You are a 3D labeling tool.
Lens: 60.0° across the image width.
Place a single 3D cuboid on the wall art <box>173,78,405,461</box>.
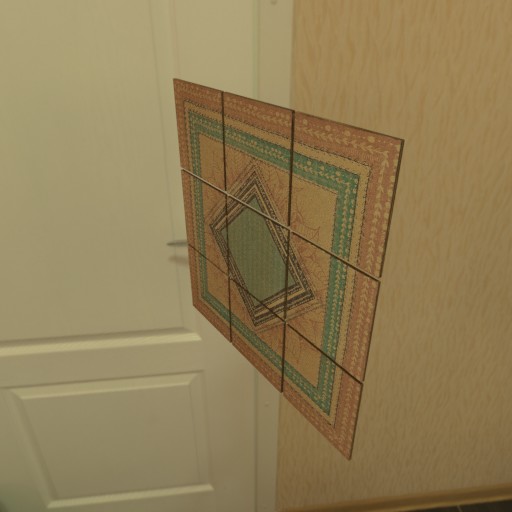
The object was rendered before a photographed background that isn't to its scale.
[{"bbox_3d":[0.000,0.000,1.799,0.013,1.213,1.215,-20,35,-30],"label":"wall art"}]
